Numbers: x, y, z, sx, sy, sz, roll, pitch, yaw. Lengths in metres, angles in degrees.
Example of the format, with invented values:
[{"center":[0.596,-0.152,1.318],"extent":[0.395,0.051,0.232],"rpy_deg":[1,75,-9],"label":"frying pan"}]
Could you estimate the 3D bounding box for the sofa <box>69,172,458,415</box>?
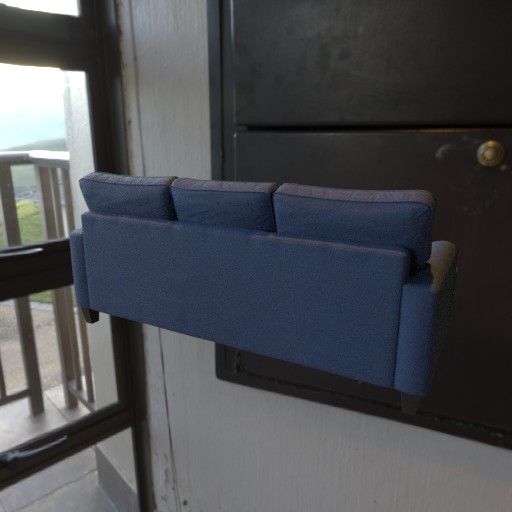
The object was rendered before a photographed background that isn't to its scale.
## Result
[{"center":[0.000,0.000,2.639],"extent":[2.158,0.965,0.951],"rpy_deg":[8,18,28],"label":"sofa"}]
